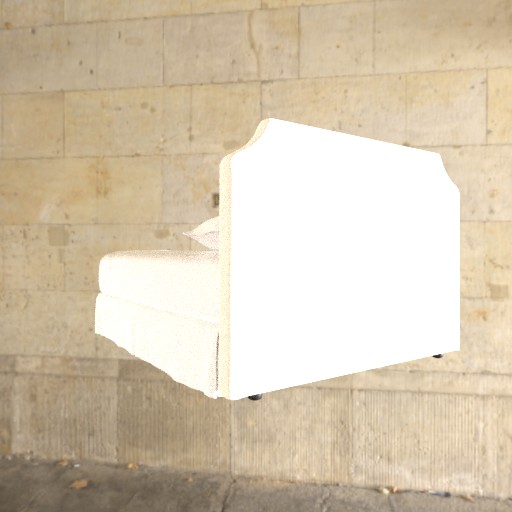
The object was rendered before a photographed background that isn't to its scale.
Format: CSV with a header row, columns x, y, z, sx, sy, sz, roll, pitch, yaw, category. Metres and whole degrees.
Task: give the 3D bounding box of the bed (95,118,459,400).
x,y,z,sx,sy,sz,roll,pitch,yaw,category
0.000,0.000,3.848,2.134,1.524,2.548,0,1,-35,bed
